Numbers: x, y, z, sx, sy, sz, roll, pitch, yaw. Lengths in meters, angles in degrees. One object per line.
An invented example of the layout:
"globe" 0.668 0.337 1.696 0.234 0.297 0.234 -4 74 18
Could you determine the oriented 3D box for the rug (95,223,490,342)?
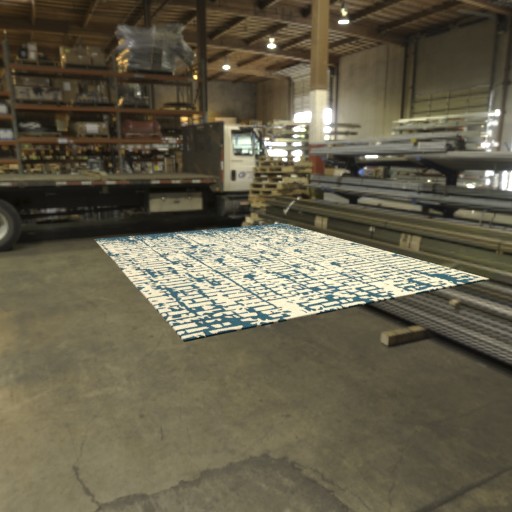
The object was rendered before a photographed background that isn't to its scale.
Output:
"rug" 0.000 0.000 4.108 2.416 0.014 3.017 -7 15 -27
